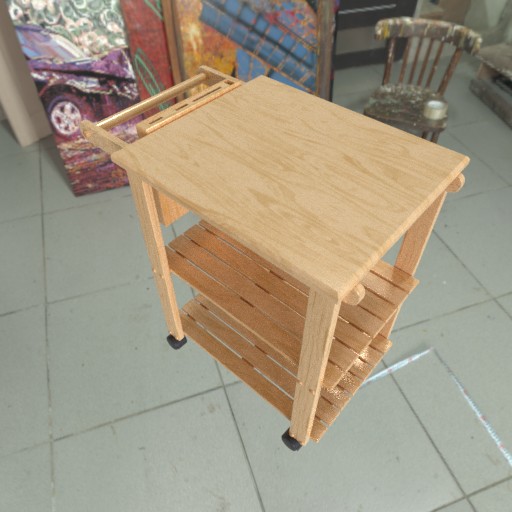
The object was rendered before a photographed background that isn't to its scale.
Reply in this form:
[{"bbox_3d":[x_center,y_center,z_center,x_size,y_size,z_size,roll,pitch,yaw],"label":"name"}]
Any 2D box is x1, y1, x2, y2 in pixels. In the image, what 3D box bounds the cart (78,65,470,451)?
[{"bbox_3d":[0.000,0.000,1.323,0.843,0.816,0.520,33,55,27],"label":"cart"}]
